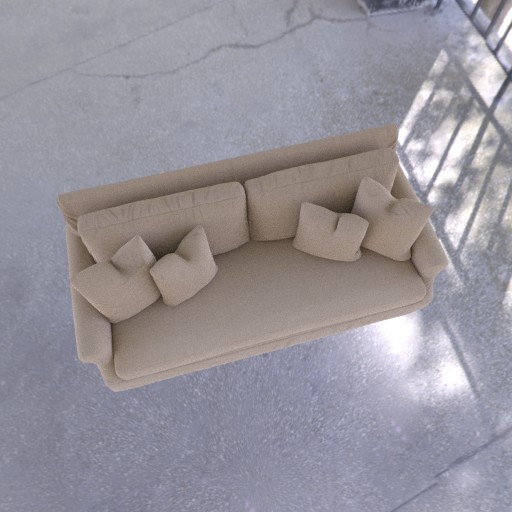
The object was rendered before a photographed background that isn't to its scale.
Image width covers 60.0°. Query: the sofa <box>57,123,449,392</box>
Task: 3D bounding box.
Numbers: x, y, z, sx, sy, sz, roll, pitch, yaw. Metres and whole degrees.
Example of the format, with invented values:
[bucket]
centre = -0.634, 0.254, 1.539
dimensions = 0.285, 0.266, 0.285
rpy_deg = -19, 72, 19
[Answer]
[sofa]
centre = 0.000, 0.000, 2.838
dimensions = 2.285, 0.904, 1.067
rpy_deg = -14, 64, -7
